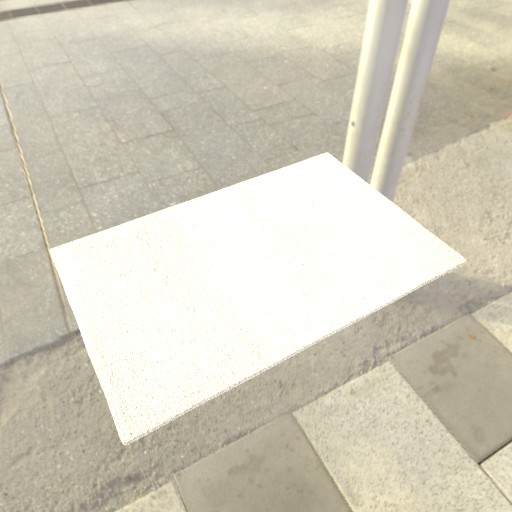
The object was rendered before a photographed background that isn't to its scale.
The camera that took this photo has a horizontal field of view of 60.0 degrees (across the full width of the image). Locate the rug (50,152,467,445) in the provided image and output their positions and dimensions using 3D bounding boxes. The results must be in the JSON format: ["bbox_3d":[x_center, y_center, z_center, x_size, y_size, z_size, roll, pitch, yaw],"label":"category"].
[{"bbox_3d":[0.000,0.000,3.454,2.743,0.030,1.778,-23,50,-21],"label":"rug"}]
